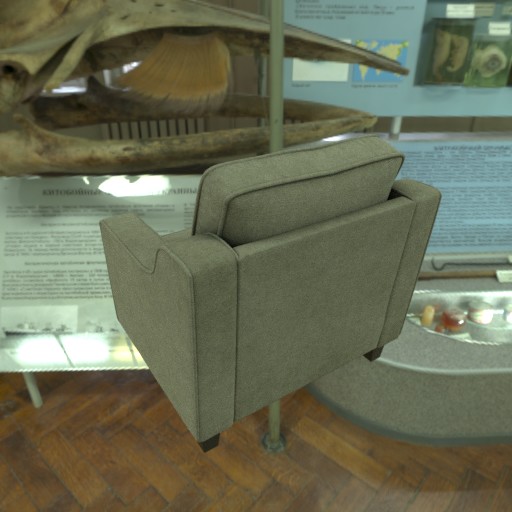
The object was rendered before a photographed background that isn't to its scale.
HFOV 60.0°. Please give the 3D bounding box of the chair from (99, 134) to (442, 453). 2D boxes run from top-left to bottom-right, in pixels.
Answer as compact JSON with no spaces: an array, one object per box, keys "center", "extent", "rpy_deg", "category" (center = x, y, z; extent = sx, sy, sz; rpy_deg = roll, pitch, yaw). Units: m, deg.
[{"center":[0.000,0.000,1.673],"extent":[0.926,0.944,0.840],"rpy_deg":[-18,34,-29],"category":"chair"}]
